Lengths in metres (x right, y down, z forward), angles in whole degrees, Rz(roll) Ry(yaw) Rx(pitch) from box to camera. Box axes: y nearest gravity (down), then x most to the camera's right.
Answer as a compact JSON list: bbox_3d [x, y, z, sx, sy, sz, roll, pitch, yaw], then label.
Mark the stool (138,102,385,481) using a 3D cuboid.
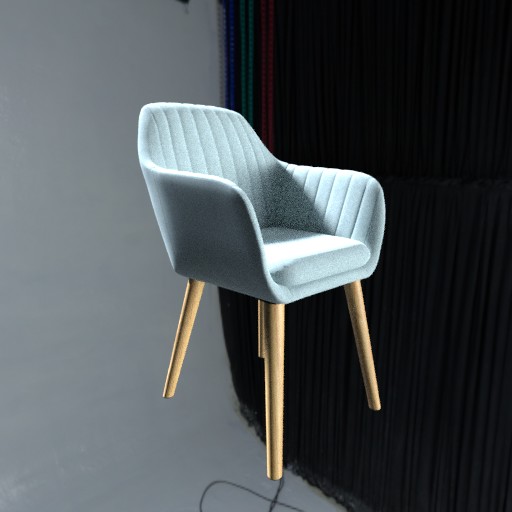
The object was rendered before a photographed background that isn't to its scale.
[{"bbox_3d":[0.000,0.000,1.211,0.503,0.830,0.590,-12,17,-41],"label":"stool"}]
